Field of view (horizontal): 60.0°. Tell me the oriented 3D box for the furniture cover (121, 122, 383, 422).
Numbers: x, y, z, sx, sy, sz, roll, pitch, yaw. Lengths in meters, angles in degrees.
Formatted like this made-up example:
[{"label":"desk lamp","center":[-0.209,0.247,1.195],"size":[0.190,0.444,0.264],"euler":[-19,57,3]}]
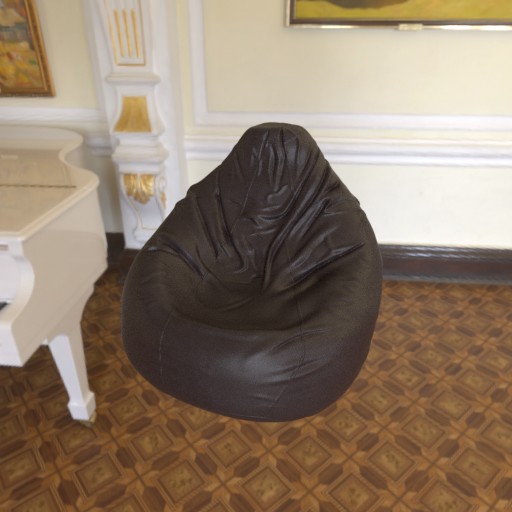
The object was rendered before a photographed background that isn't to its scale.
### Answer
[{"label":"furniture cover","center":[0.000,0.000,1.896],"size":[1.070,0.990,1.070],"euler":[9,29,16]}]
